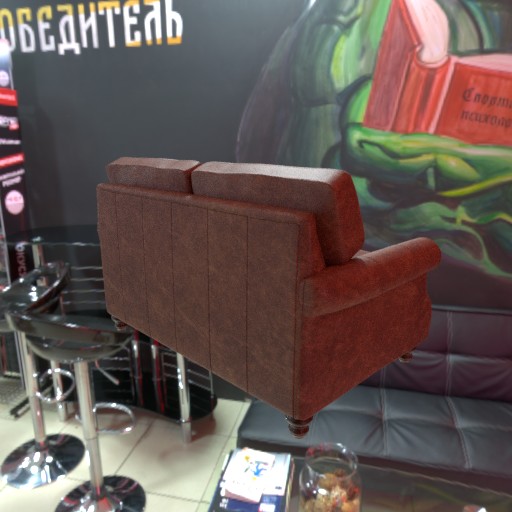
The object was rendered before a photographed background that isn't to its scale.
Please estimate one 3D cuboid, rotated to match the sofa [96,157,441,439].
[{"bbox_3d":[0.000,0.000,2.251,0.990,0.967,1.616,-14,20,-43],"label":"sofa"}]
